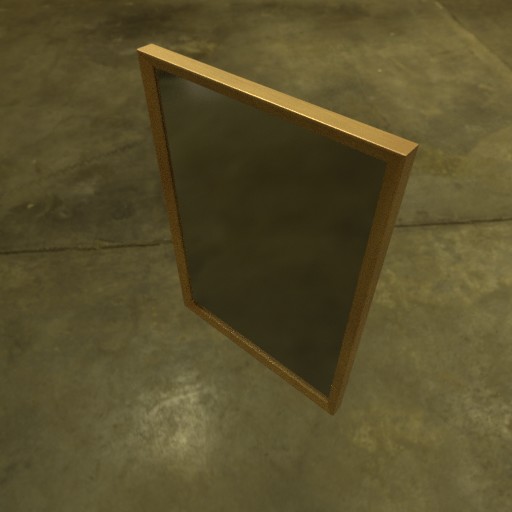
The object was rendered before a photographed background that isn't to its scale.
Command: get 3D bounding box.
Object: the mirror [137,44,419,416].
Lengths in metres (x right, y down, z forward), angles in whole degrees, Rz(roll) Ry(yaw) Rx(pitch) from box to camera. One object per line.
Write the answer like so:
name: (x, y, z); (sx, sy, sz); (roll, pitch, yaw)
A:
mirror: (0.000, 0.000, 0.911); (0.507, 0.710, 0.039); (31, 53, 27)
